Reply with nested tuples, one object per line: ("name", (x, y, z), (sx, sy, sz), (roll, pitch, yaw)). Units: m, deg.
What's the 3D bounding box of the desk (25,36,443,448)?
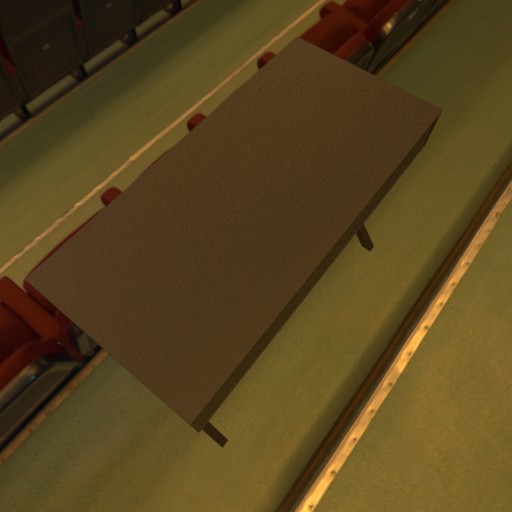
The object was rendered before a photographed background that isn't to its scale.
("desk", (0.000, 0.000, 1.470), (0.504, 0.780, 1.057), (35, 68, 16))
